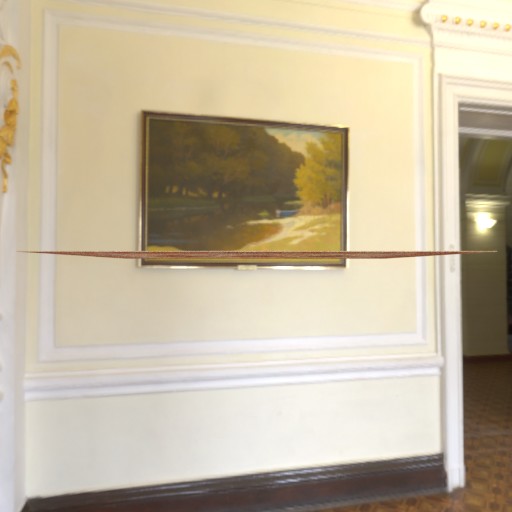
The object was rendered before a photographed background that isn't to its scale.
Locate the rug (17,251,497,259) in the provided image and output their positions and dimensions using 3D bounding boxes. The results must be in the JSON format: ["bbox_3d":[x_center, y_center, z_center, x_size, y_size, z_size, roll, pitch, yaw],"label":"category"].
[{"bbox_3d":[0.000,0.000,4.034,3.067,0.005,2.460,0,-1,0],"label":"rug"}]
